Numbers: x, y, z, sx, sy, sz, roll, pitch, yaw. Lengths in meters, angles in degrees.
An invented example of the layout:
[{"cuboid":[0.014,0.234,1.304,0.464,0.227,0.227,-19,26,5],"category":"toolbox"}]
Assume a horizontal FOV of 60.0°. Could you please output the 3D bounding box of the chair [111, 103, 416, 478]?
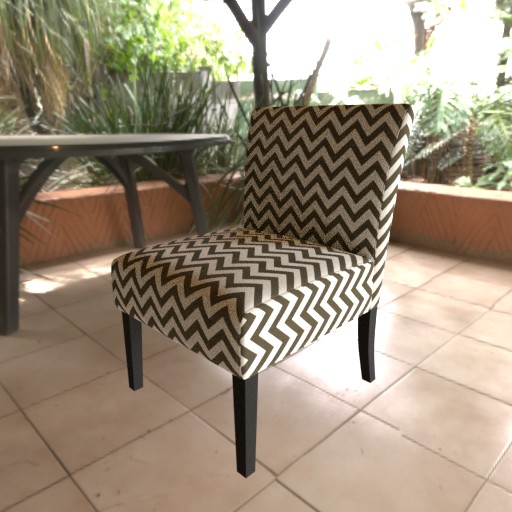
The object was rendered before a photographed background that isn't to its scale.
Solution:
[{"cuboid":[0.000,0.000,1.283,0.589,0.838,0.648,16,23,42],"category":"chair"}]
